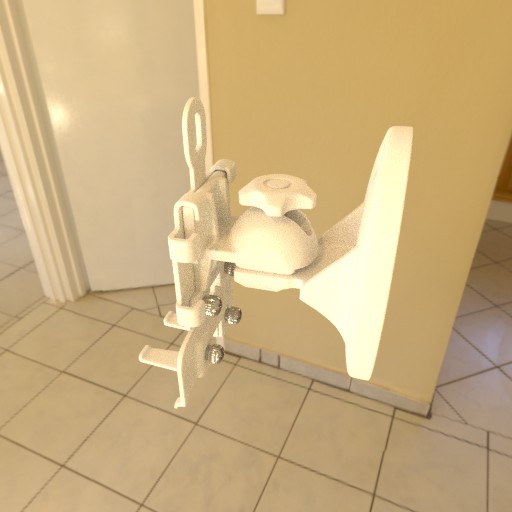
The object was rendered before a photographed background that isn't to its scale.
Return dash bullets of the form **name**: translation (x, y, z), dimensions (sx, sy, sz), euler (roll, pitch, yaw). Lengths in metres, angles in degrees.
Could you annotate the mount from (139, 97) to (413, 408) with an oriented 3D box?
- **mount**: translation (0.000, 0.000, 0.175), dimensions (0.100, 0.118, 0.066), euler (8, 32, 13)
